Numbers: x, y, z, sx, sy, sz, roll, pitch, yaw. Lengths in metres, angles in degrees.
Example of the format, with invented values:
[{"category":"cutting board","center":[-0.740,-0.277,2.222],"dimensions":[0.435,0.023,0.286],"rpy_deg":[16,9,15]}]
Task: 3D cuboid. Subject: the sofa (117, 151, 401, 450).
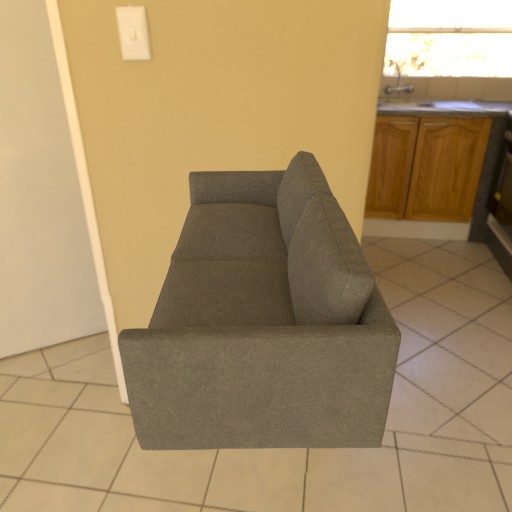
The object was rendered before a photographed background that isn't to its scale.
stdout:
[{"category":"sofa","center":[0.000,0.000,2.753],"dimensions":[1.092,0.838,2.257],"rpy_deg":[0,27,-1]}]
